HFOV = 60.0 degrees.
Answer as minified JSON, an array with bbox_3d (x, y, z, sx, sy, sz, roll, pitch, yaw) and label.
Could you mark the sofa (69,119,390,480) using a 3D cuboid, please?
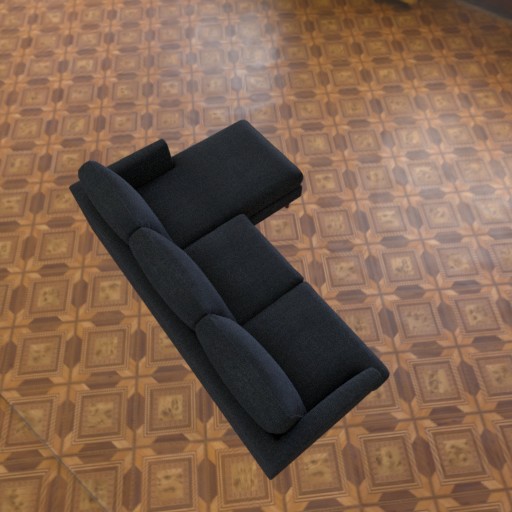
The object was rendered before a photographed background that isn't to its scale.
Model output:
[{"bbox_3d":[0.000,0.000,2.973,1.504,0.956,2.233,-34,65,-18],"label":"sofa"}]
